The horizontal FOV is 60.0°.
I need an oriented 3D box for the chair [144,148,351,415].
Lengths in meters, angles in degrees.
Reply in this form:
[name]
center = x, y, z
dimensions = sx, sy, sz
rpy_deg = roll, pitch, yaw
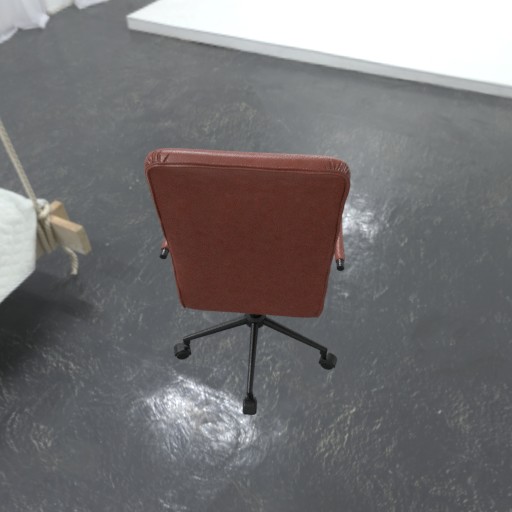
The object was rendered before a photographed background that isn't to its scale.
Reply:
[chair]
center = 0.000, 0.000, 1.350
dimensions = 0.608, 0.979, 0.580
rpy_deg = 4, 46, 4
